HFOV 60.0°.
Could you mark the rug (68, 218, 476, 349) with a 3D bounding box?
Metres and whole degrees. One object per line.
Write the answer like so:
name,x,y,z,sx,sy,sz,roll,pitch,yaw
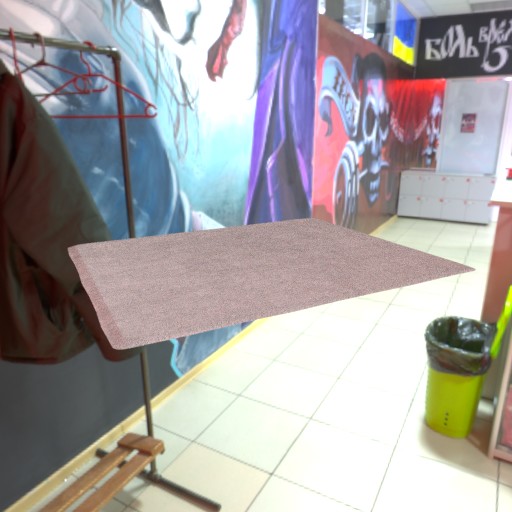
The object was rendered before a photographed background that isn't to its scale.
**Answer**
rug,0.000,0.000,3.958,2.933,0.027,2.332,-9,19,-27
